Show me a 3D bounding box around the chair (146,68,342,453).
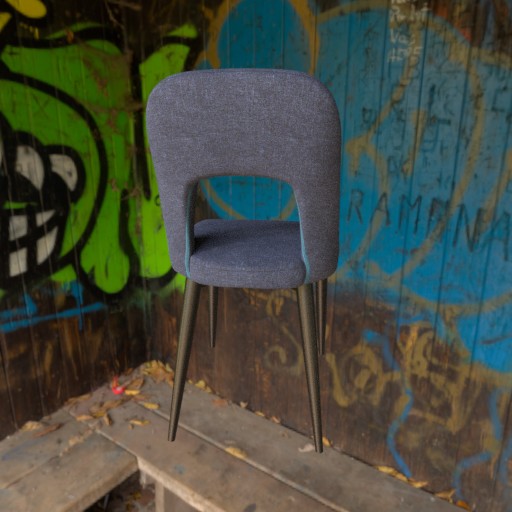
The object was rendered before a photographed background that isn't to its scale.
[{"bbox_3d":[0.000,0.000,1.267,0.470,0.931,0.612,2,16,7],"label":"chair"}]
